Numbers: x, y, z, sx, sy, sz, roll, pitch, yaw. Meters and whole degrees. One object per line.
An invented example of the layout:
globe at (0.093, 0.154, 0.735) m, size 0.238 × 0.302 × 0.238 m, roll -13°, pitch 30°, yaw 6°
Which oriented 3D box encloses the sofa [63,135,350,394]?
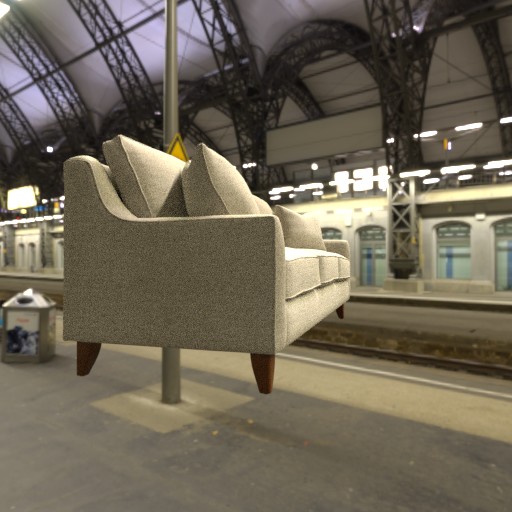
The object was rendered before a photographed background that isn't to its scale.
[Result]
sofa at (0.000, 0.000, 2.465) m, size 0.865 × 0.914 × 2.031 m, roll 0°, pitch 0°, yaw 18°
